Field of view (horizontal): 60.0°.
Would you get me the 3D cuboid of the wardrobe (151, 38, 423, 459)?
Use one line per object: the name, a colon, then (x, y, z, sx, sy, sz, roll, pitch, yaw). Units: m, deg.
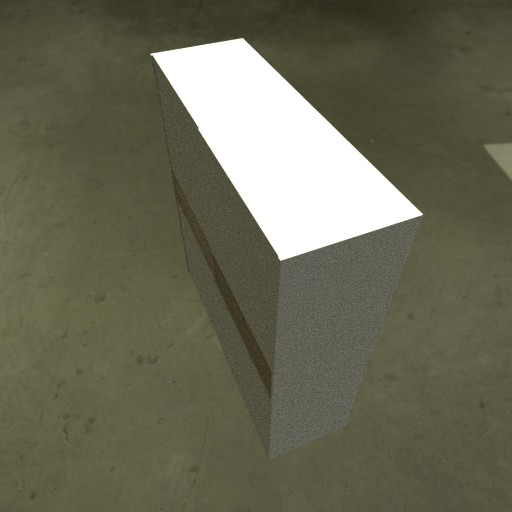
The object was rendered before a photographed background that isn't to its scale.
wardrobe: (0.000, 0.000, 2.919, 0.600, 2.020, 1.830, -17, 50, -16)
